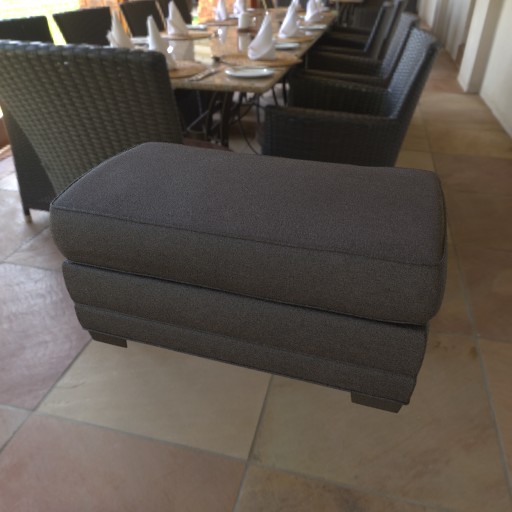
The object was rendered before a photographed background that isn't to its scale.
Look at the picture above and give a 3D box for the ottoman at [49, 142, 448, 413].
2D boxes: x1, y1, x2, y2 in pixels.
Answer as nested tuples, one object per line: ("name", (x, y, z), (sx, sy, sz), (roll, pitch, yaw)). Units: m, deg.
("ottoman", (0.000, 0.000, 1.153), (0.864, 0.448, 0.490), (10, 34, 15))
